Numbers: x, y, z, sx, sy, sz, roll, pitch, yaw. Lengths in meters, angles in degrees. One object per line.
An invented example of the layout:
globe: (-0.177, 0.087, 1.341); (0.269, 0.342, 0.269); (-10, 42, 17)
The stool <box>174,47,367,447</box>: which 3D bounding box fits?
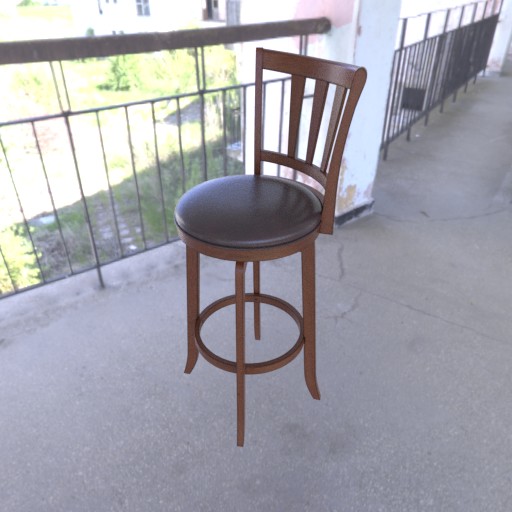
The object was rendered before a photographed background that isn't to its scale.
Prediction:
stool: (0.000, 0.000, 1.448); (0.503, 1.177, 0.464); (-20, 37, -29)
